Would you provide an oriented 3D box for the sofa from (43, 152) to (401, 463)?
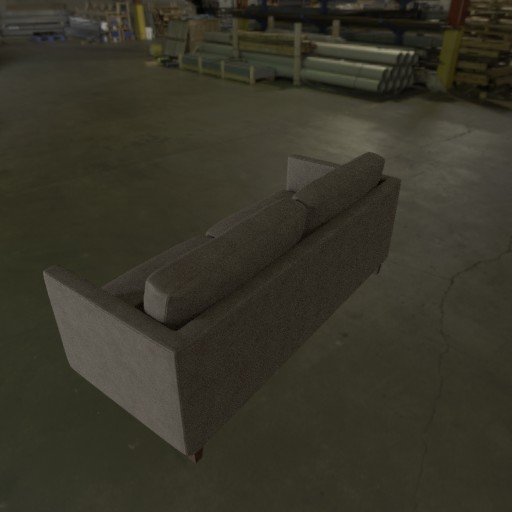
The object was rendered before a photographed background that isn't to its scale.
[{"bbox_3d":[0.000,0.000,2.747,0.951,0.965,2.208,22,37,31],"label":"sofa"}]
